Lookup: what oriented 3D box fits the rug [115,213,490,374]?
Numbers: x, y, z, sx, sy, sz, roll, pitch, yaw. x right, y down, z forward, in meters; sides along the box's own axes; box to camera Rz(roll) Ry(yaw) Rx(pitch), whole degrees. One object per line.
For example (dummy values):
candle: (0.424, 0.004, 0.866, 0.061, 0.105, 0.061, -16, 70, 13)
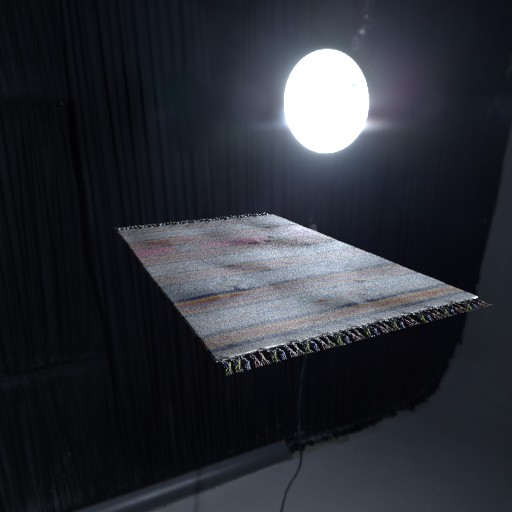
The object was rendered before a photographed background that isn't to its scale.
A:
rug: (0.000, 0.000, 2.206, 1.084, 0.013, 1.849, -8, 19, -25)
